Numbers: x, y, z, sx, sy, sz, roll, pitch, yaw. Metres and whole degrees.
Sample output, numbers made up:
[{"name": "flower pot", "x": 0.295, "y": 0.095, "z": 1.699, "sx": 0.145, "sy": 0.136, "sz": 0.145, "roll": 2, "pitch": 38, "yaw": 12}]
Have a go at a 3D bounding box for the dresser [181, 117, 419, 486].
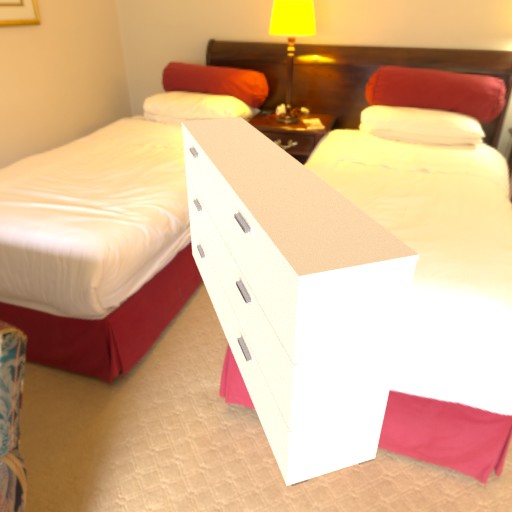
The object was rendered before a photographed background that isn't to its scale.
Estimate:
[{"name": "dresser", "x": 0.000, "y": 0.000, "z": 1.861, "sx": 0.333, "sy": 0.790, "sz": 1.535, "roll": -9, "pitch": 31, "yaw": -16}]
